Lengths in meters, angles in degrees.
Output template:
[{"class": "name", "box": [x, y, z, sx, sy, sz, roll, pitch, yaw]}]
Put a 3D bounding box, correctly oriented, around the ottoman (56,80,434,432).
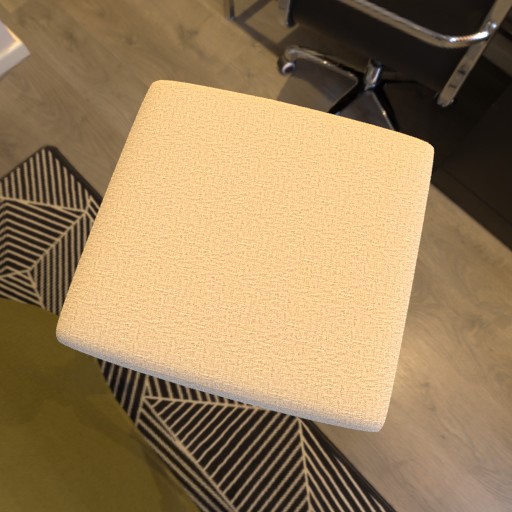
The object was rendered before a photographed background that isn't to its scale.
[{"class": "ottoman", "box": [0.000, 0.000, 1.057, 0.650, 0.398, 0.649, 15, 75, 4]}]
